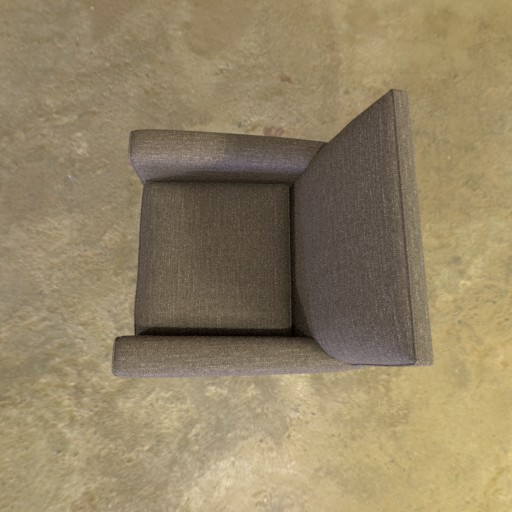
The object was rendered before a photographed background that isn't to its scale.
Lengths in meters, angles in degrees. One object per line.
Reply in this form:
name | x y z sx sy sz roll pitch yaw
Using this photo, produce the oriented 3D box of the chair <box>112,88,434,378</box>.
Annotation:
chair | 0.000 0.000 1.587 0.875 0.885 0.838 0 76 0
